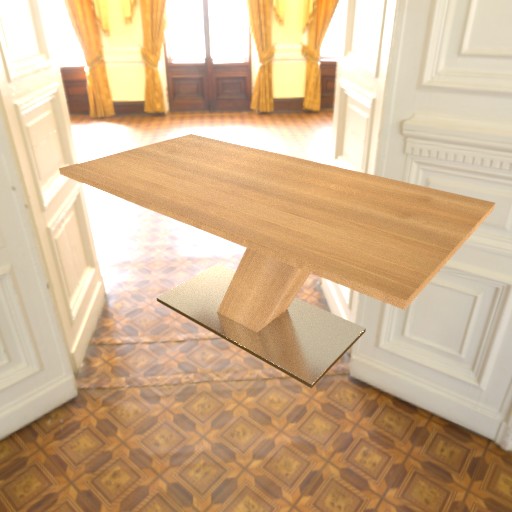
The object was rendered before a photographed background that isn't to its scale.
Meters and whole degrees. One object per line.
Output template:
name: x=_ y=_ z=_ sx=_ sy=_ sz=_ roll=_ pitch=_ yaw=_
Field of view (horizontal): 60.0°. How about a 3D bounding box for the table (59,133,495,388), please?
table: x=0.000 y=0.000 z=2.193 sx=1.800 sy=0.750 sz=0.900 roll=22 pitch=36 yaw=34
